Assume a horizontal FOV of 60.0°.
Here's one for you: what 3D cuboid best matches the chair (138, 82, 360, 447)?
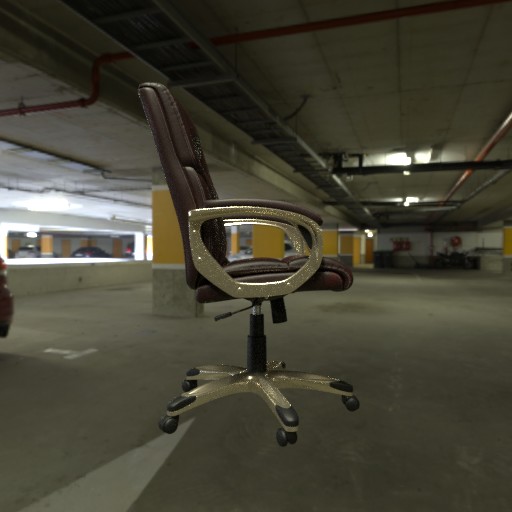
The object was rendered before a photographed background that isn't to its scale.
[{"bbox_3d":[0.000,0.000,1.595,0.739,1.107,0.662,0,1,1],"label":"chair"}]
